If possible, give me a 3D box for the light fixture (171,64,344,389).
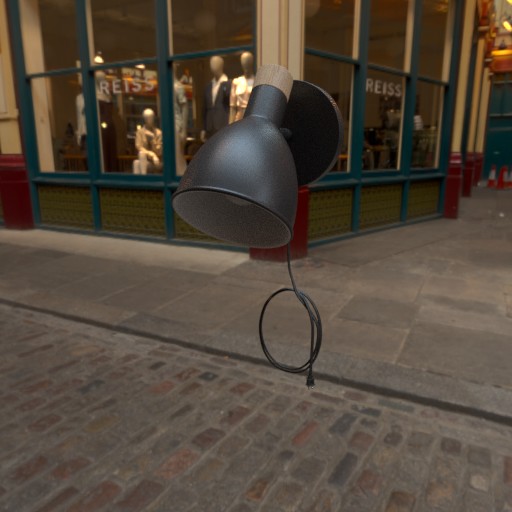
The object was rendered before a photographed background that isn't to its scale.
[{"bbox_3d":[0.000,0.000,0.488,0.127,0.401,0.203,7,16,26],"label":"light fixture"}]
